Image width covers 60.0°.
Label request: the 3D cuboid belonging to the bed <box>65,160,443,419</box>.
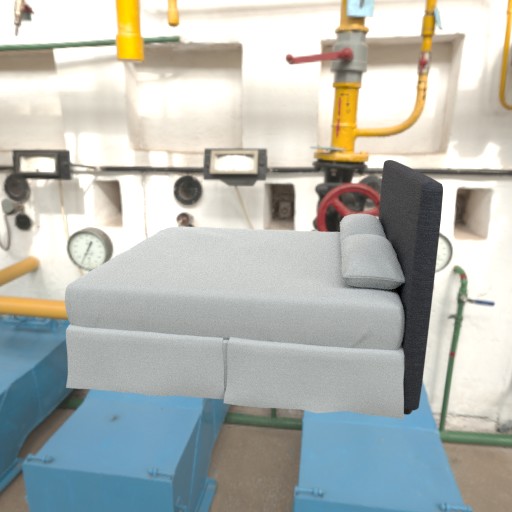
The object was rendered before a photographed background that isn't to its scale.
[{"bbox_3d":[0.000,0.000,3.287,2.142,1.330,1.884,3,16,9],"label":"bed"}]
